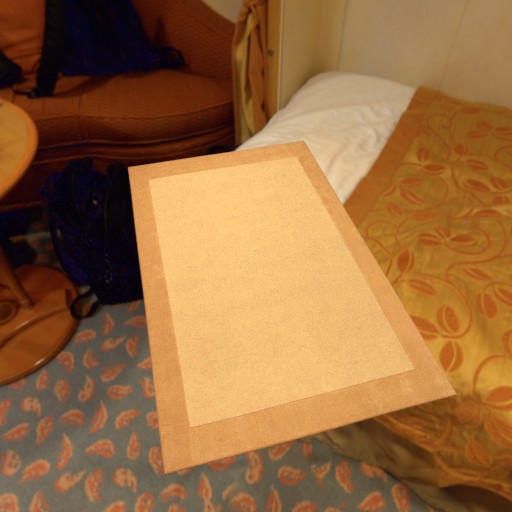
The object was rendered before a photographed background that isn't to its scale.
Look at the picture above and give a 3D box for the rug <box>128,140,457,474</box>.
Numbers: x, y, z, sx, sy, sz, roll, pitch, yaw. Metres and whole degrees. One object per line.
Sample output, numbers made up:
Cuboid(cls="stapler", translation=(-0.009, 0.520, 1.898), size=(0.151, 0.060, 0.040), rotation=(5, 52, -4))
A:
Cuboid(cls="rug", translation=(0.000, 0.000, 2.972), size=(1.524, 0.014, 2.438), rotation=(-11, 48, -10))
